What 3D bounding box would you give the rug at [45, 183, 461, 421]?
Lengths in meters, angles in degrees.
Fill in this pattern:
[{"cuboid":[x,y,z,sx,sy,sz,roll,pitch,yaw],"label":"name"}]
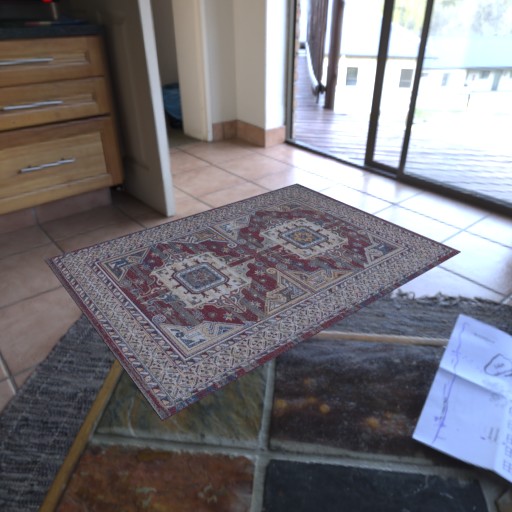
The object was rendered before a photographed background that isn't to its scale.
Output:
[{"cuboid":[0.000,0.000,2.902,2.210,0.011,1.599,-21,36,-32],"label":"rug"}]
